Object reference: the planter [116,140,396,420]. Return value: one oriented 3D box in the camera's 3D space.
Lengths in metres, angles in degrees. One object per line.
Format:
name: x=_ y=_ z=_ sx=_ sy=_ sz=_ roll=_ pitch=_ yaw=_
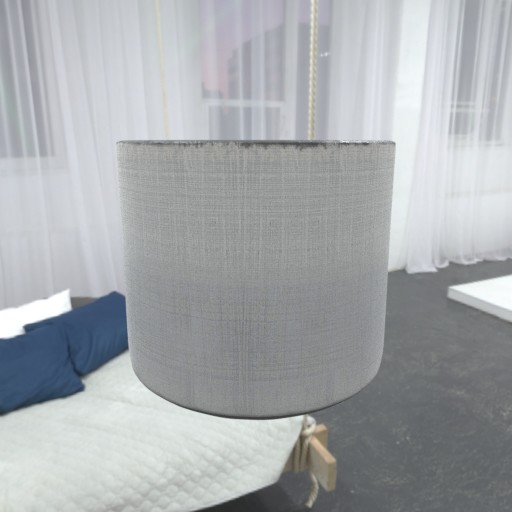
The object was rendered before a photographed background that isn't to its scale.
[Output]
planter: x=0.000 y=0.000 z=0.439 sx=0.254 sy=0.221 sz=0.254 roll=0 pitch=14 yaw=0
